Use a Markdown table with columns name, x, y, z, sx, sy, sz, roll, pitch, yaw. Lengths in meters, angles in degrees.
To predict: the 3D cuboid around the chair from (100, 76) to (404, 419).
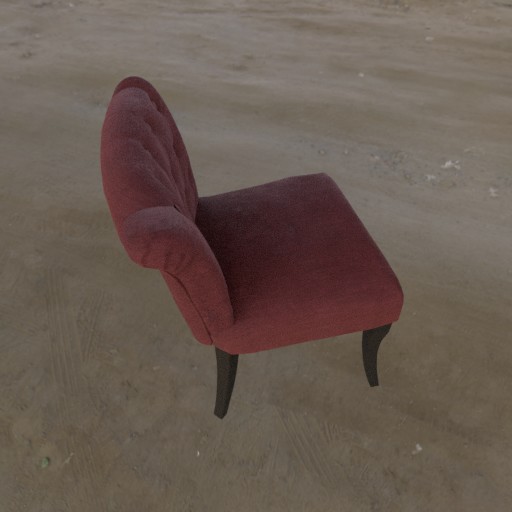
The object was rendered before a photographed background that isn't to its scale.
| name | x | y | z | sx | sy | sz | roll | pitch | yaw |
| --- | --- | --- | --- | --- | --- | --- | --- | --- | --- |
| chair | 0.000 | 0.000 | 1.122 | 0.605 | 0.750 | 0.582 | -11 | 46 | -10 |
